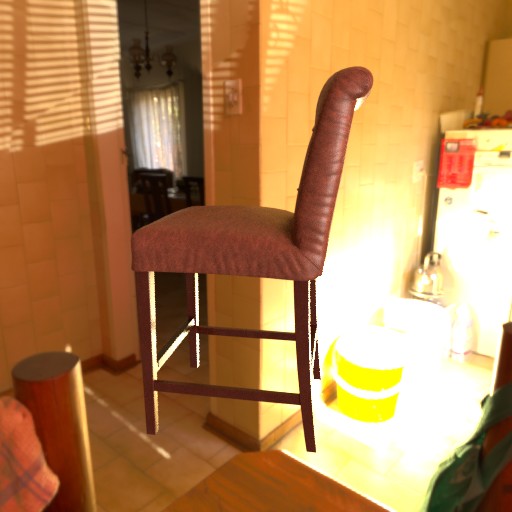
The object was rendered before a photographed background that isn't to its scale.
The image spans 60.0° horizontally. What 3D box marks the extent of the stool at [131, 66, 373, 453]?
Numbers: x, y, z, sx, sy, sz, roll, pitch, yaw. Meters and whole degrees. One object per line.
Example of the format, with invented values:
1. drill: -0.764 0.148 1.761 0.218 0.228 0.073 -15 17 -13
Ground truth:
1. stool: 0.000 0.000 1.449 0.660 1.084 0.486 3 14 10
